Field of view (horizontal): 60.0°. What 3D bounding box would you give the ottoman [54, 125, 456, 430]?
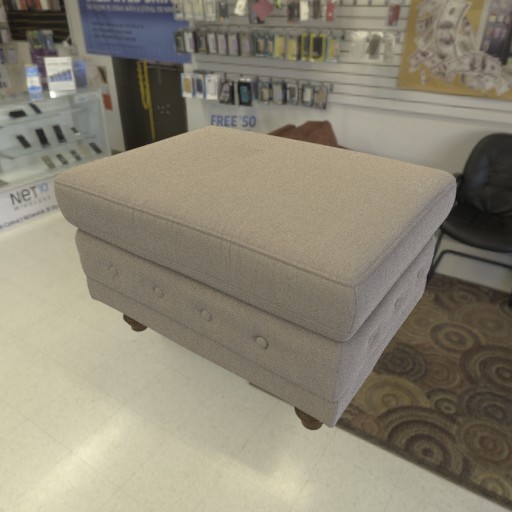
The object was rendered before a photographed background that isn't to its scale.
[{"bbox_3d":[0.000,0.000,1.122,0.771,0.500,0.569,20,36,30],"label":"ottoman"}]
